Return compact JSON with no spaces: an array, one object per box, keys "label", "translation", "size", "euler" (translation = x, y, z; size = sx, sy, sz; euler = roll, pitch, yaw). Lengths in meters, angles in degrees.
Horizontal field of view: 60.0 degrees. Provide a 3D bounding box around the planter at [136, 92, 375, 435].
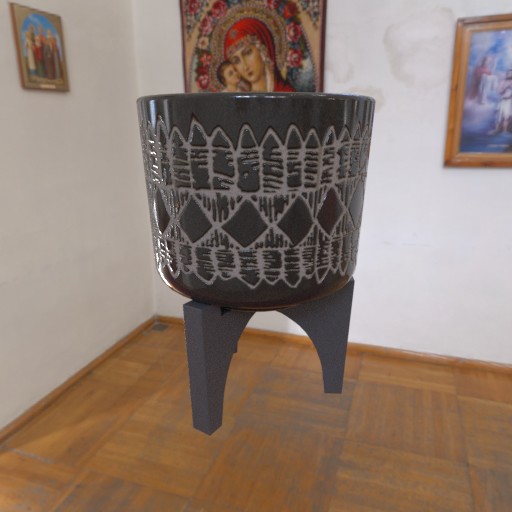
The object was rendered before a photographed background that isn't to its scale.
[{"label":"planter","translation":[0.000,0.000,0.530],"size":[0.251,0.355,0.251],"euler":[-8,19,-25]}]
